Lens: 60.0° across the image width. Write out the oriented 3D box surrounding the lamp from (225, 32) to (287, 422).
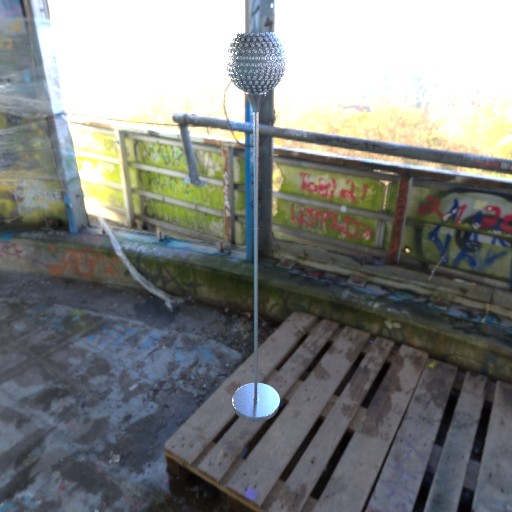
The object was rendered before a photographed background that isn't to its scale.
[{"bbox_3d":[0.000,0.000,2.004,0.254,1.805,0.254,0,27,0],"label":"lamp"}]
